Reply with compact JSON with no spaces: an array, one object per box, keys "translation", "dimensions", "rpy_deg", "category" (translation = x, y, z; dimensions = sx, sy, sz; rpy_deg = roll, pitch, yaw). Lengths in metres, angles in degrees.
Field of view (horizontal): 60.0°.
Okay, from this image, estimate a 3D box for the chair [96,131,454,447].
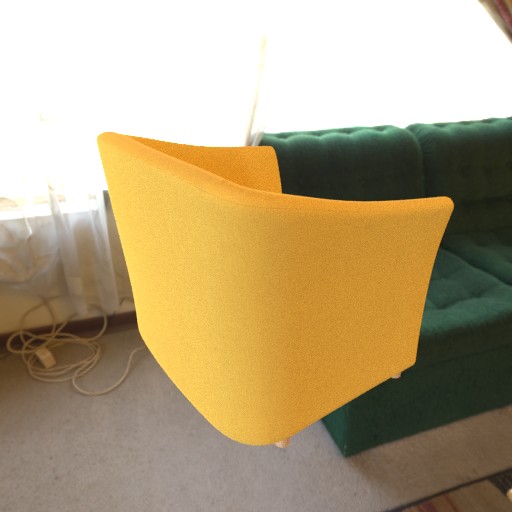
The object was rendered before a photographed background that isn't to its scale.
[{"translation":[0.000,0.000,1.323],"dimensions":[0.700,0.720,0.790],"rpy_deg":[-17,31,-32],"category":"chair"}]
